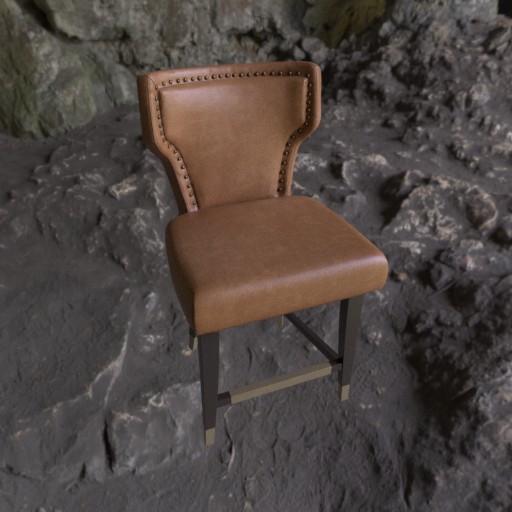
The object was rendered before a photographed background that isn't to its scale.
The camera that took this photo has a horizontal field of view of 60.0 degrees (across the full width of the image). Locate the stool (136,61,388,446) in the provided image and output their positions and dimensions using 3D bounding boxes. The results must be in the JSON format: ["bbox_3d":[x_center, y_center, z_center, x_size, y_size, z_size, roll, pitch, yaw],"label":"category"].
[{"bbox_3d":[0.000,0.000,1.298,0.526,0.982,0.563,-12,35,-17],"label":"stool"}]
